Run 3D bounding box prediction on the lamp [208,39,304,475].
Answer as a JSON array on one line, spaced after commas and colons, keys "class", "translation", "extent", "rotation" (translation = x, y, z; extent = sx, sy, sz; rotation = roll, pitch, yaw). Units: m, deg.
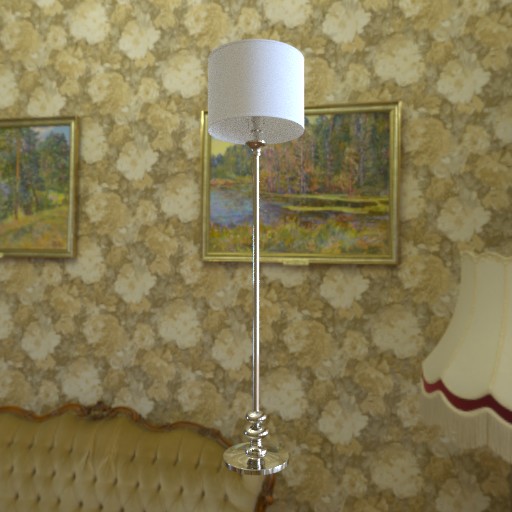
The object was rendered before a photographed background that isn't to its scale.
[{"class": "lamp", "translation": [0.000, 0.000, 1.634], "extent": [0.356, 1.487, 0.356], "rotation": [1, -1, -36]}]
